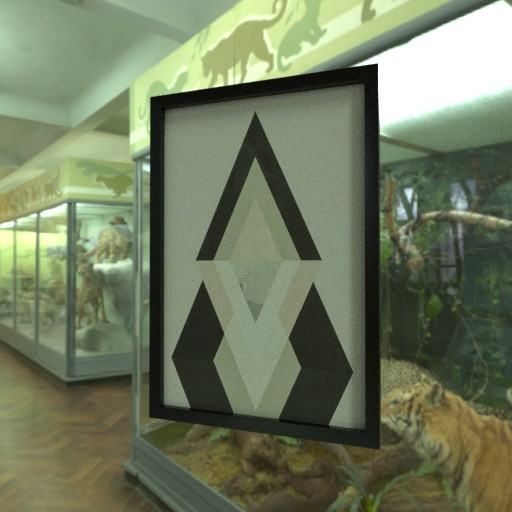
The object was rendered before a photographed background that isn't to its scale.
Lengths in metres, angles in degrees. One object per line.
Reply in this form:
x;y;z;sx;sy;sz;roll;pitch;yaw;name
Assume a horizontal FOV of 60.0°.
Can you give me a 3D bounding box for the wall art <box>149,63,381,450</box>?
0.000;0.000;0.583;0.314;0.455;0.019;0;-1;20;wall art
